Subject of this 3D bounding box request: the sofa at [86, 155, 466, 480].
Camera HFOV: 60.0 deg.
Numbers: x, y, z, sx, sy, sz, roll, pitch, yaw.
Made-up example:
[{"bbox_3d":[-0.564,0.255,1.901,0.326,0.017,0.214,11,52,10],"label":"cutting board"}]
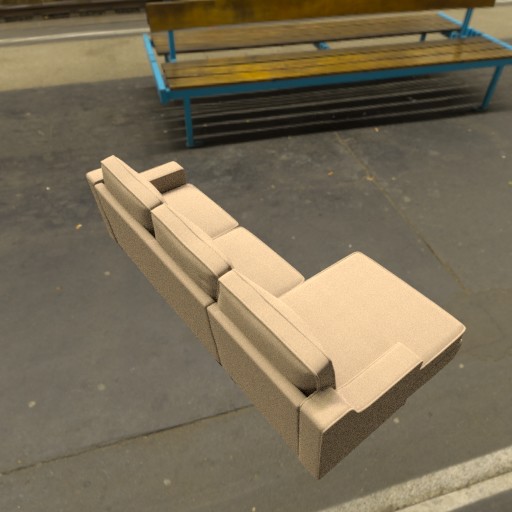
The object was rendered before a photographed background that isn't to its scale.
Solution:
[{"bbox_3d":[0.000,0.000,3.086,1.294,0.928,2.561,-28,50,-27],"label":"sofa"}]
